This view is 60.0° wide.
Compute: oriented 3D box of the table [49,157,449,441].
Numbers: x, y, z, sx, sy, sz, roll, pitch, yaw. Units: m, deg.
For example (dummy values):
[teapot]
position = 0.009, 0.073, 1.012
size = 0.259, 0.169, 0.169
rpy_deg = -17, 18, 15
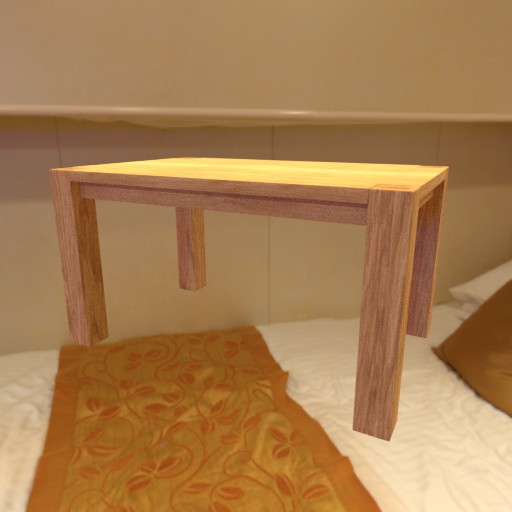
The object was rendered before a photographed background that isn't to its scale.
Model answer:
[table]
position = 0.000, 0.000, 1.939
size = 1.400, 0.760, 0.900
rpy_deg = 8, 18, 27
